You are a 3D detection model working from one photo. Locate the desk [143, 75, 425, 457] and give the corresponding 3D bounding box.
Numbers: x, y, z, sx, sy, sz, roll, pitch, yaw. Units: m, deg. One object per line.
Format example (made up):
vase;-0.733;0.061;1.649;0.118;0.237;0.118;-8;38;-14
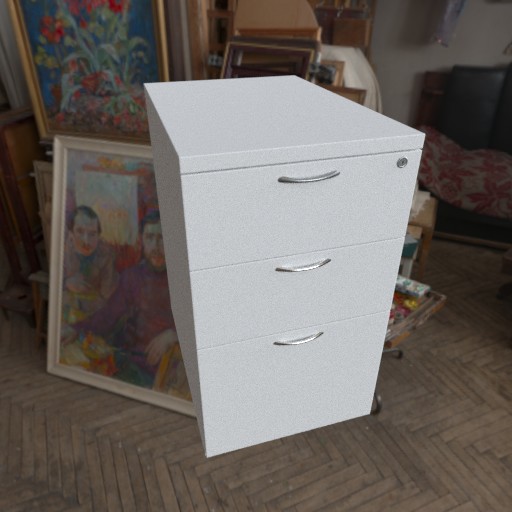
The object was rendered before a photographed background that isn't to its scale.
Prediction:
desk;0.000;0.000;1.099;0.404;0.730;0.600;-9;32;-14
